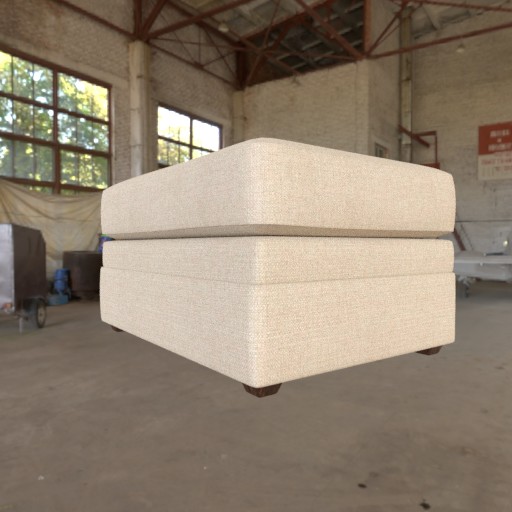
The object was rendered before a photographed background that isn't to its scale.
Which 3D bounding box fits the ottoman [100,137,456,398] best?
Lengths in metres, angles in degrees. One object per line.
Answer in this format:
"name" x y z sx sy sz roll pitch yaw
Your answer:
"ottoman" 0.000 0.000 1.247 0.637 0.478 0.885 -1 2 -36
